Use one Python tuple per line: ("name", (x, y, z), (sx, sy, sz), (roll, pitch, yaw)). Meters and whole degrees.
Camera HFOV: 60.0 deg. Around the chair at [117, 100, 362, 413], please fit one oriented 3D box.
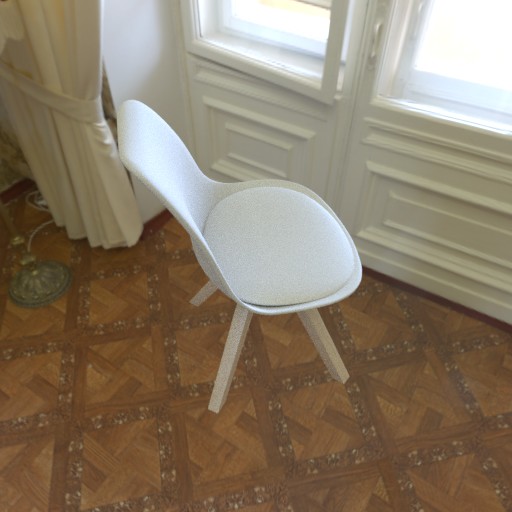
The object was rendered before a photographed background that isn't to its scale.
("chair", (0.000, 0.000, 1.206), (0.550, 0.850, 0.485), (-10, 49, -9))
